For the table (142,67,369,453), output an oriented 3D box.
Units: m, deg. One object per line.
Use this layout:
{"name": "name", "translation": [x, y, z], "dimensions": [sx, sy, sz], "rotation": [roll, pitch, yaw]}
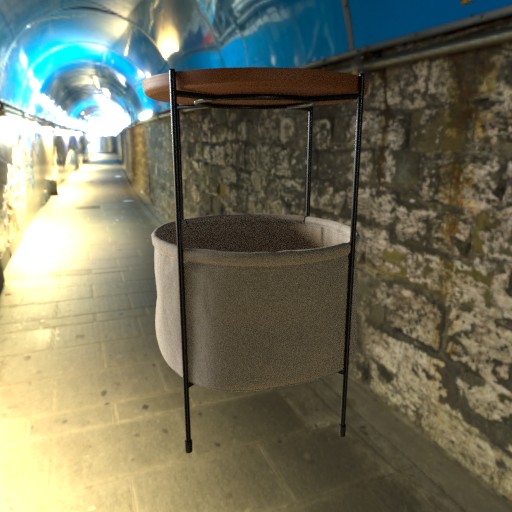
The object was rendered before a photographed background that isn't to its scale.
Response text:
{"name": "table", "translation": [0.000, 0.000, 0.853], "dimensions": [0.393, 0.623, 0.393], "rotation": [-2, 14, -8]}
